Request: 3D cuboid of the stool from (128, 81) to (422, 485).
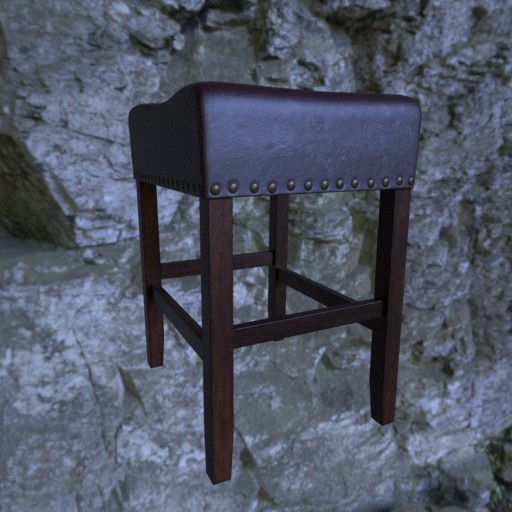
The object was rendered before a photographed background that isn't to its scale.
[{"bbox_3d":[0.000,0.000,0.912,0.397,0.608,0.465,-7,15,-26],"label":"stool"}]
